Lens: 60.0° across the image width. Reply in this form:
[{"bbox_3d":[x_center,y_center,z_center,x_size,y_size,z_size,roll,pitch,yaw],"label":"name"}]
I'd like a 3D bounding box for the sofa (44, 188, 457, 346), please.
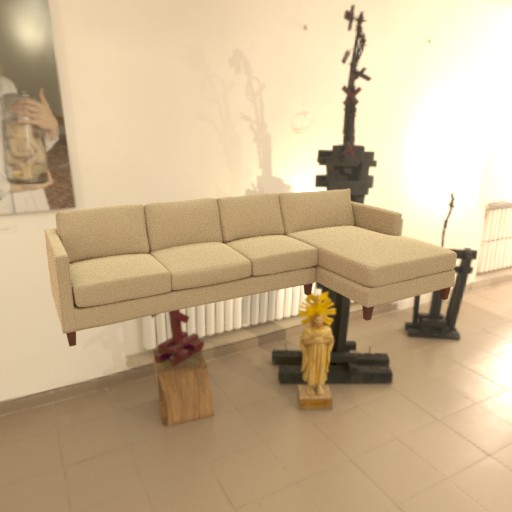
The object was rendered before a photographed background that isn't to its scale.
[{"bbox_3d":[0.000,0.000,3.823,3.186,0.861,1.625,-9,19,-27],"label":"sofa"}]
